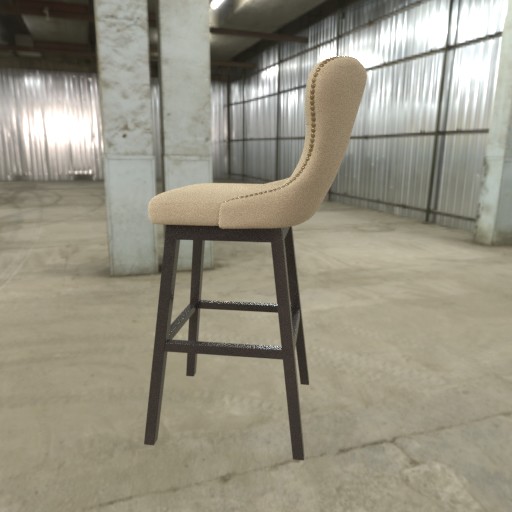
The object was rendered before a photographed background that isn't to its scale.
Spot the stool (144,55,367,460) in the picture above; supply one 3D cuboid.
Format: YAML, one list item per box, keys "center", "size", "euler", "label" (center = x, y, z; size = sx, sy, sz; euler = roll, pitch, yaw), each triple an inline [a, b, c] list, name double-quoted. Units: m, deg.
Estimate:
- center: [0.000, 0.000, 1.364]
  size: [0.605, 1.066, 0.528]
  euler: [2, 13, 8]
  label: "stool"
